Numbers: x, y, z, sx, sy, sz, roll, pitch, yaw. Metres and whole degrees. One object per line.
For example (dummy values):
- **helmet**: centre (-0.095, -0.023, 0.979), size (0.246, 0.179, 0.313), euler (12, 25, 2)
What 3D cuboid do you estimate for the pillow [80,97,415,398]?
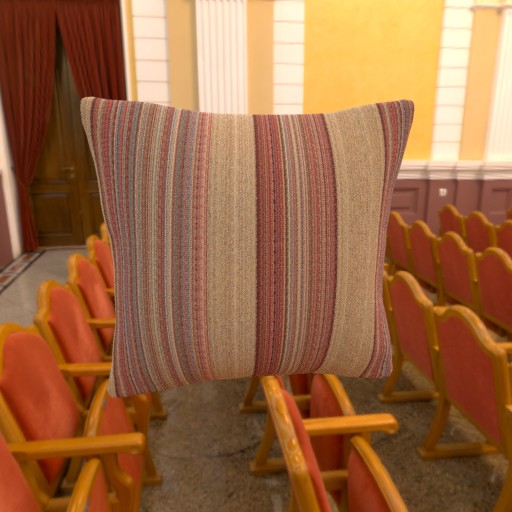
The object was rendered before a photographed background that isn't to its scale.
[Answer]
- **pillow**: centre (0.000, 0.000, 0.621), size (0.437, 0.419, 0.136), euler (-2, 16, -8)
